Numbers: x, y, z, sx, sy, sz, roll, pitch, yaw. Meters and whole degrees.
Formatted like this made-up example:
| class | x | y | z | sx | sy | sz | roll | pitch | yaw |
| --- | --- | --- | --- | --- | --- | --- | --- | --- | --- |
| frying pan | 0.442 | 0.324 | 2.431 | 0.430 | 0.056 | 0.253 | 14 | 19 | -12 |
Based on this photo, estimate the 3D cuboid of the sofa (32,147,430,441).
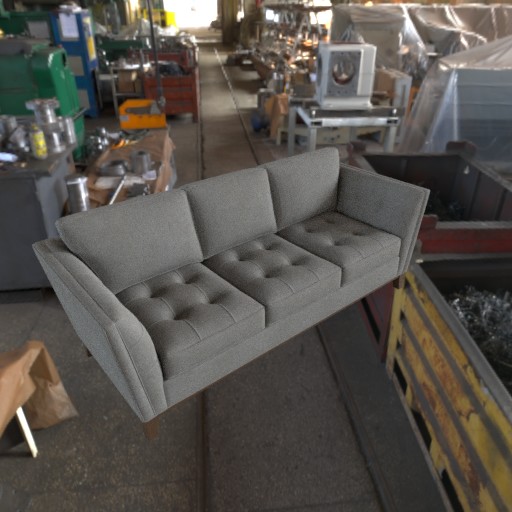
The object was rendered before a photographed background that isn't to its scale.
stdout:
| class | x | y | z | sx | sy | sz | roll | pitch | yaw |
| --- | --- | --- | --- | --- | --- | --- | --- | --- | --- |
| sofa | 0.000 | 0.000 | 2.902 | 2.387 | 0.940 | 0.965 | -22 | 37 | -34 |
